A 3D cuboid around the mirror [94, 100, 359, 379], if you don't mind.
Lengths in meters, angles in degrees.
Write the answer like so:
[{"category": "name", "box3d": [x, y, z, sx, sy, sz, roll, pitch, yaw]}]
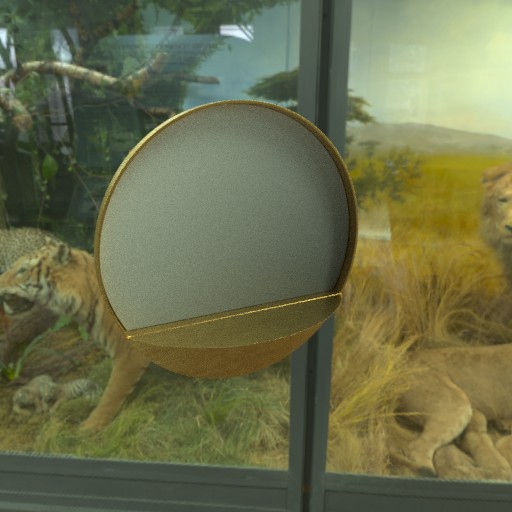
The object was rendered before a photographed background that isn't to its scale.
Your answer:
[{"category": "mirror", "box3d": [0.000, 0.000, 0.684, 0.457, 0.457, 0.133, -8, 19, -25]}]
